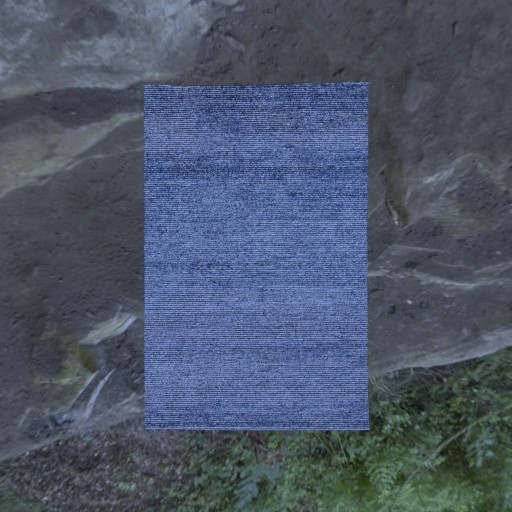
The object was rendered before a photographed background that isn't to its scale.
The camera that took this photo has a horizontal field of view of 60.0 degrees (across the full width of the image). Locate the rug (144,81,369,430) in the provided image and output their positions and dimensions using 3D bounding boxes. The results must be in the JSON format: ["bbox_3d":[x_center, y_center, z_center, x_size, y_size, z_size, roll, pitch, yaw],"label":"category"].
[{"bbox_3d":[0.000,0.000,2.280,1.159,0.025,1.793,0,90,1],"label":"rug"}]
